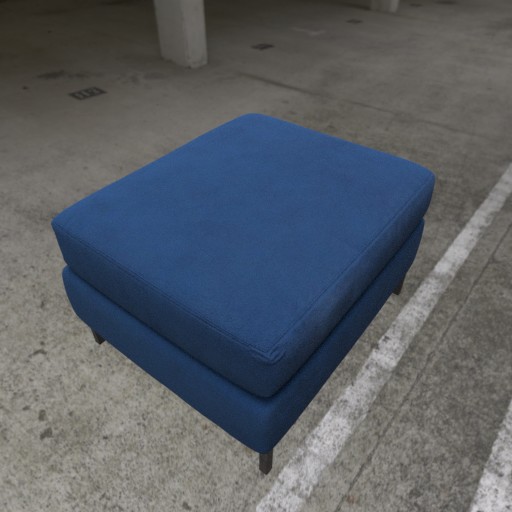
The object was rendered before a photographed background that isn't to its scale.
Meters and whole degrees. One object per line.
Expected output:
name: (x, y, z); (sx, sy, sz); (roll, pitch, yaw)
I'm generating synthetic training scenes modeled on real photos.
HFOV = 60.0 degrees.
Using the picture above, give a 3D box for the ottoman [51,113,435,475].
ottoman: (0.000, 0.000, 1.197); (0.655, 0.485, 0.794); (27, 48, 27)
